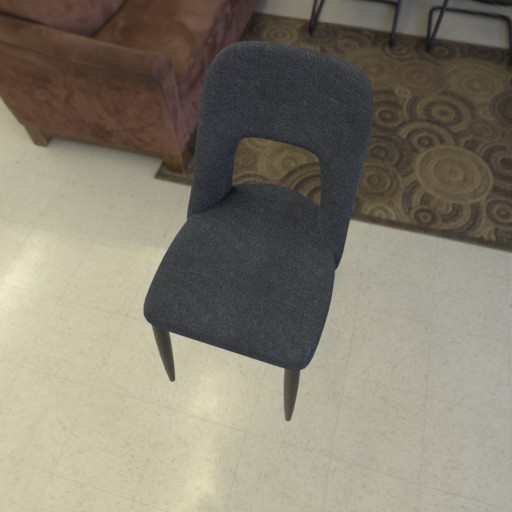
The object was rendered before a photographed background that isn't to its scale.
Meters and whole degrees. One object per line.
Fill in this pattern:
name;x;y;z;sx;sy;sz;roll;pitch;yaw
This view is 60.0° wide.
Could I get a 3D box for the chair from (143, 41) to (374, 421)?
chair;0.000;0.000;1.257;0.470;0.931;0.612;16;59;10
